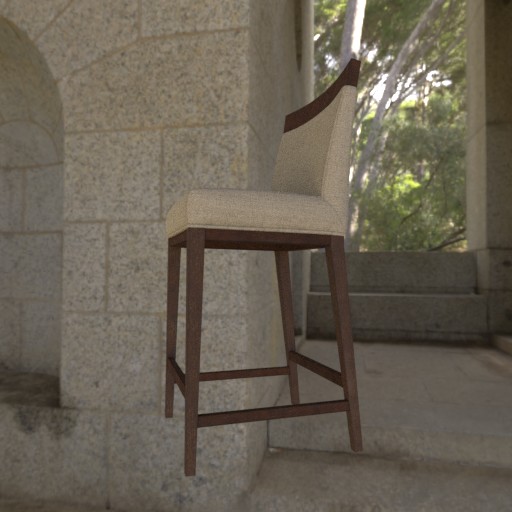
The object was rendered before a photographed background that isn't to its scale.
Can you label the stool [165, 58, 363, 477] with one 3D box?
[{"bbox_3d":[0.000,0.000,1.422,0.531,1.117,0.511,0,-2,-18],"label":"stool"}]
